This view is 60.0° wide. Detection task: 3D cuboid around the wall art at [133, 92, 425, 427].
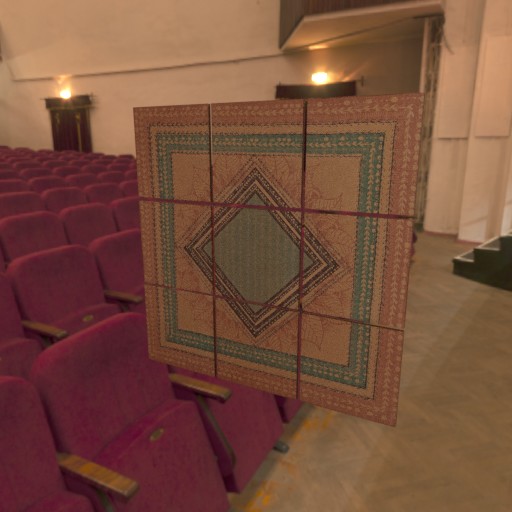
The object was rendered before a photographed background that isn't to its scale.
[{"bbox_3d":[0.000,0.000,1.382,0.915,0.914,0.013,7,16,27],"label":"wall art"}]
